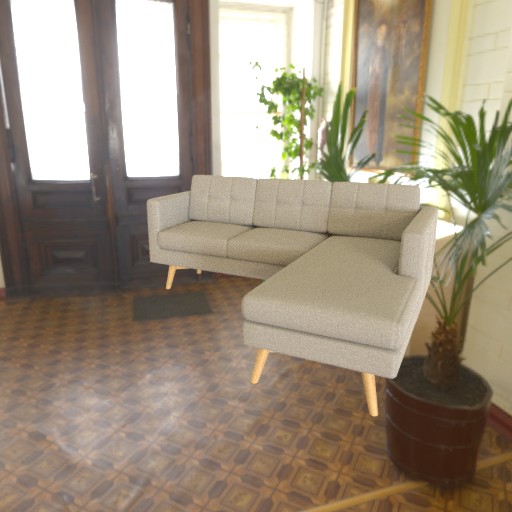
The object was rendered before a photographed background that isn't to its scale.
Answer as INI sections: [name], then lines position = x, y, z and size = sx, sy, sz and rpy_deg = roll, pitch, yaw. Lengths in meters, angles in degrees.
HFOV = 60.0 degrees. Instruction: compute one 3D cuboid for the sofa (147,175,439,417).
[sofa]
position = 0.000, 0.000, 2.843
size = 2.040, 0.860, 1.530
rpy_deg = 8, 17, 25
